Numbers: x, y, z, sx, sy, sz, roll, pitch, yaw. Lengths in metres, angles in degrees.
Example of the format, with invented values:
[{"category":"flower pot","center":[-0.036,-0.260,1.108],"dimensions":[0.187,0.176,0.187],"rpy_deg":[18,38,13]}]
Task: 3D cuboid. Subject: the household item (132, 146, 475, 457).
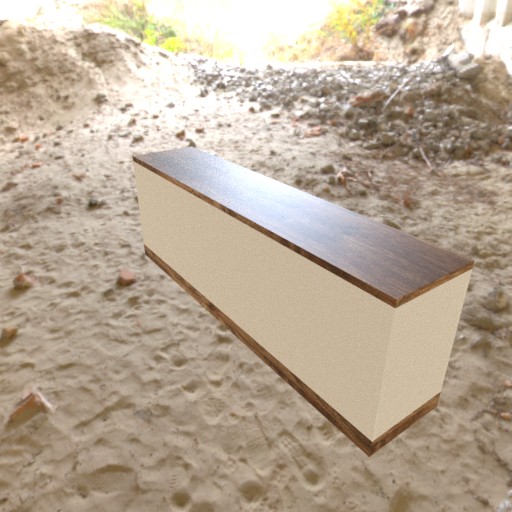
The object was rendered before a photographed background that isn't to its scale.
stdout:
[{"category":"household item","center":[0.000,0.000,2.061],"dimensions":[0.390,0.615,1.800],"rpy_deg":[-19,33,-31]}]
